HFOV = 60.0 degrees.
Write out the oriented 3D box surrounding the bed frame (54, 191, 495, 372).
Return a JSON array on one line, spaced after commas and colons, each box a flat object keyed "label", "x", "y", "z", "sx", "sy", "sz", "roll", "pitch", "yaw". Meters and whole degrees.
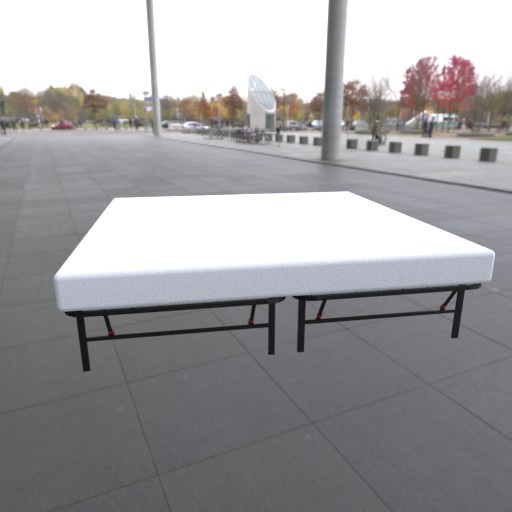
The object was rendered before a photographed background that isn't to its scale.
[{"label": "bed frame", "x": 0.000, "y": 0.000, "z": 2.957, "sx": 2.033, "sy": 0.525, "sz": 1.935, "roll": -3, "pitch": 17, "yaw": -10}]
